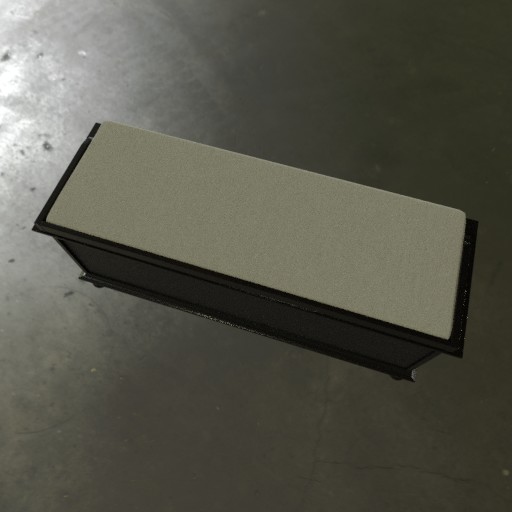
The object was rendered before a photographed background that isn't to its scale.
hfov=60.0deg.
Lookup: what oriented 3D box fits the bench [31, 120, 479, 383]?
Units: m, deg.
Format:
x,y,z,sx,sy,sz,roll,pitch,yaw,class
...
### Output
x,y,z,sx,sy,sz,roll,pitch,yaw,class
0.000,0.000,1.420,1.185,0.501,0.402,16,66,7,bench
